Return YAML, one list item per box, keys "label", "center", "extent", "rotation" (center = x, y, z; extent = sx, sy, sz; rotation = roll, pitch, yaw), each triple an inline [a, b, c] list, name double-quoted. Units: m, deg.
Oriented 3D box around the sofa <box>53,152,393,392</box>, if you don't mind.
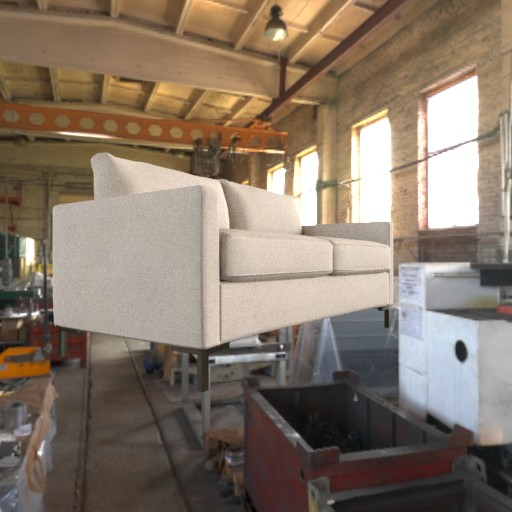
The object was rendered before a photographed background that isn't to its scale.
- label: "sofa"
  center: [0.000, 0.000, 2.223]
  extent: [0.875, 0.840, 1.682]
  rotation: [0, -1, 37]
